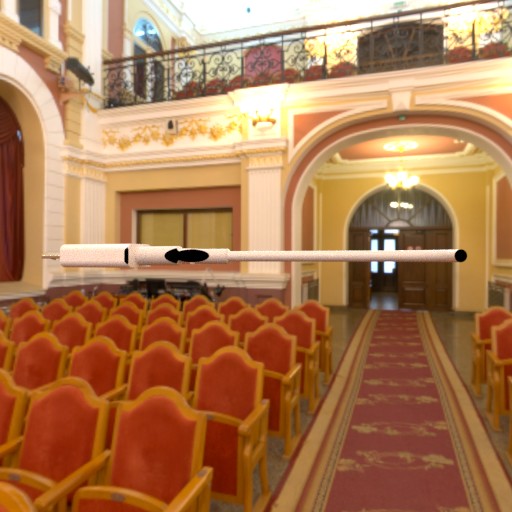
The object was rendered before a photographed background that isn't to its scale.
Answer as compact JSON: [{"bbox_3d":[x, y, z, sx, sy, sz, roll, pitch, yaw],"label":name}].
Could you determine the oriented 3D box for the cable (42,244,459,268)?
[{"bbox_3d":[0.000,0.000,0.111,0.098,0.006,0.040,0,0,18],"label":"cable"}]
